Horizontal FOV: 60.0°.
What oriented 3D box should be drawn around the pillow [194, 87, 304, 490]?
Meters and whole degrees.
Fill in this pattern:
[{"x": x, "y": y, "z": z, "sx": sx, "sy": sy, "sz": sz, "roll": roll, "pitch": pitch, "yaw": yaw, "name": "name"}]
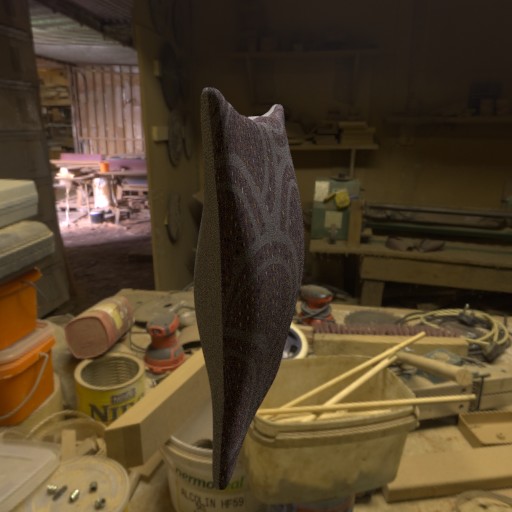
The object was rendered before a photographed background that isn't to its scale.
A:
[{"x": 0.000, "y": 0.000, "z": 0.763, "sx": 0.163, "sy": 0.513, "sz": 0.514, "roll": 3, "pitch": 17, "yaw": 10, "name": "pillow"}]
